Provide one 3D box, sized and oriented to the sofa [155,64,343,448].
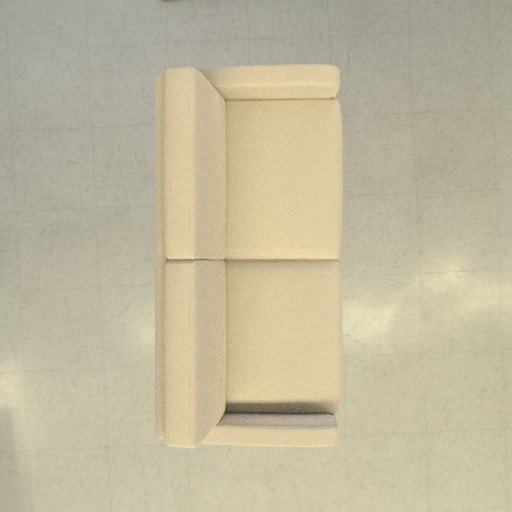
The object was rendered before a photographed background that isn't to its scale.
[{"bbox_3d":[0.000,0.000,2.225,0.894,0.831,1.808,0,91,-1],"label":"sofa"}]
